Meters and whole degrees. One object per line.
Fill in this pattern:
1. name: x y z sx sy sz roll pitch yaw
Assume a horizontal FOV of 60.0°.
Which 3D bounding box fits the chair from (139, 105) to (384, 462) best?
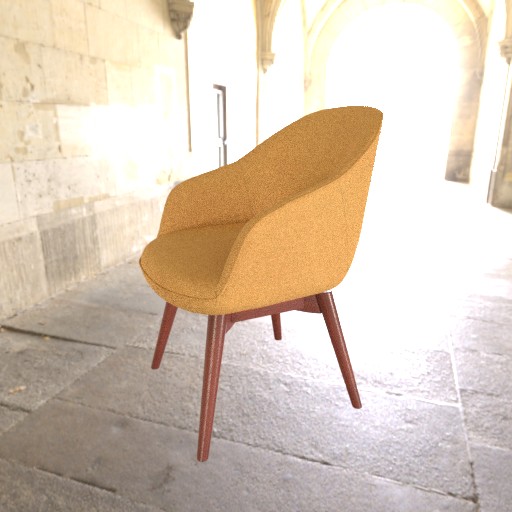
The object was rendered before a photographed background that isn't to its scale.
1. chair: 0.000 0.000 1.260 0.635 0.823 0.596 -8 18 -25
